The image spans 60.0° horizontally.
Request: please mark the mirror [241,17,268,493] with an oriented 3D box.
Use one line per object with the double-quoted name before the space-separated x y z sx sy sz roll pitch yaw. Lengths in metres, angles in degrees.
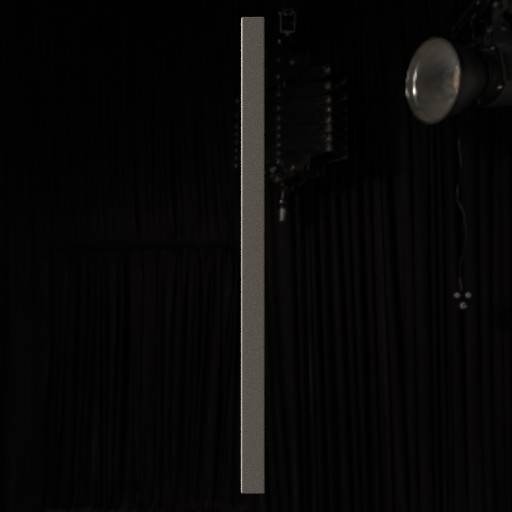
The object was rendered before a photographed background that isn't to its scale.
"mirror" 0.000 0.000 0.914 0.039 0.710 0.507 0 -1 1
